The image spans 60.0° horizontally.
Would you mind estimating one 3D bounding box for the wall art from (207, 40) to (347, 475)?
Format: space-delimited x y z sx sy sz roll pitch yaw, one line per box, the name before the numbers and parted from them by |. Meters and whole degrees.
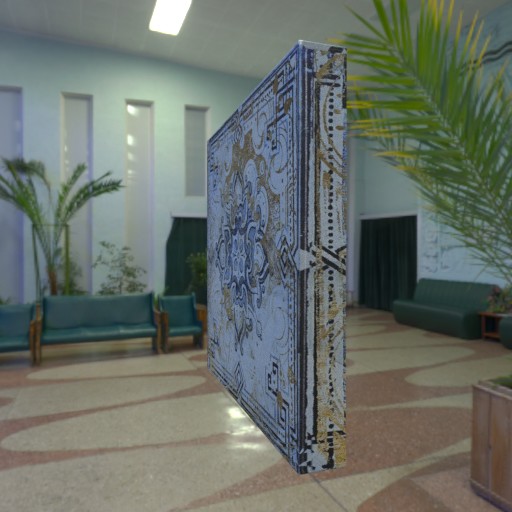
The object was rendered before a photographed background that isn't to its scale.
wall art | 0.000 0.000 0.459 0.038 0.306 0.302 0 1 -19
